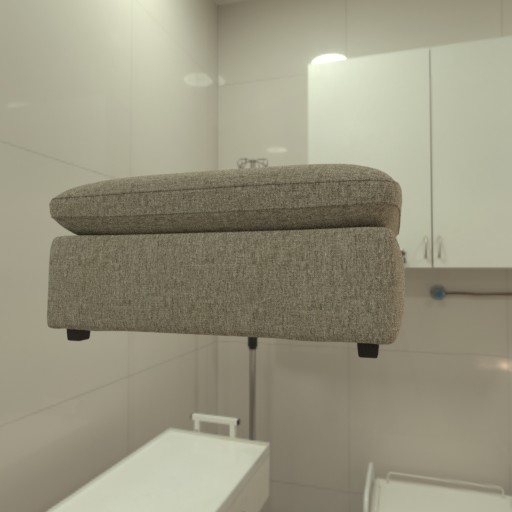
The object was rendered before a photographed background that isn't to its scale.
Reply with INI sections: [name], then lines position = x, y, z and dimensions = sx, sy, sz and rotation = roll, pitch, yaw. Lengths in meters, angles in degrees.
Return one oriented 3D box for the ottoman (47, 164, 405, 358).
[ottoman]
position = 0.000, 0.000, 1.630
dimensions = 1.035, 0.526, 1.039
rotation = -1, -2, 18
